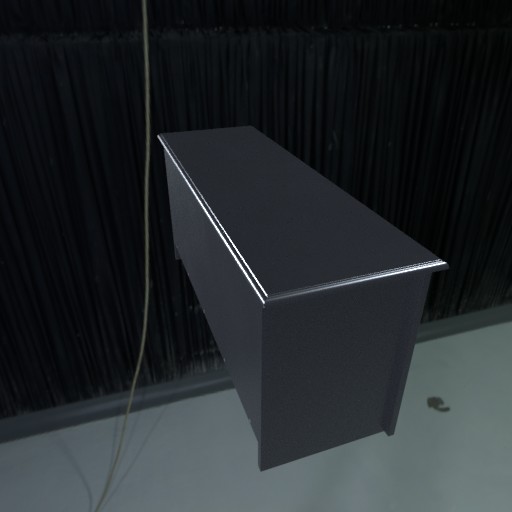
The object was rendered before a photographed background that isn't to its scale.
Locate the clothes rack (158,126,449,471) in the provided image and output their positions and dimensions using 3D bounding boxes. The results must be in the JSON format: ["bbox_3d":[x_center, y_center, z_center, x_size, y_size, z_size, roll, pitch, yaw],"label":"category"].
[{"bbox_3d":[0.000,0.000,1.478,0.406,0.556,1.219,-10,31,-17],"label":"clothes rack"}]
